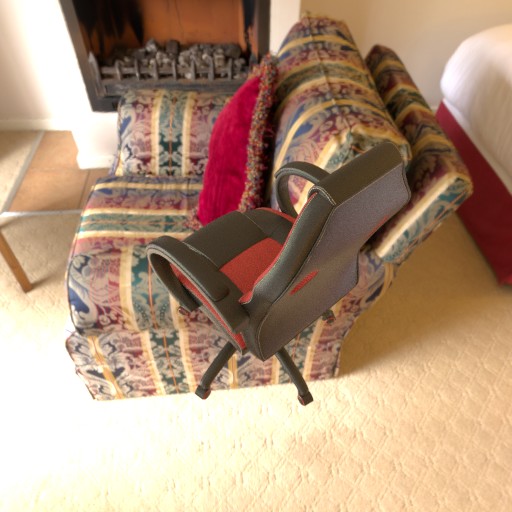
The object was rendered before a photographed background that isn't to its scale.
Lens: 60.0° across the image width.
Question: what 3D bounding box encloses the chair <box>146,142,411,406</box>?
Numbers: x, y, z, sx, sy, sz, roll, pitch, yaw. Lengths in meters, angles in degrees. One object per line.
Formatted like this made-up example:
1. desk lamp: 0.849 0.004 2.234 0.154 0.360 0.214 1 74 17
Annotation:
1. chair: 0.000 0.000 1.637 0.750 1.189 0.783 -34 56 -27
